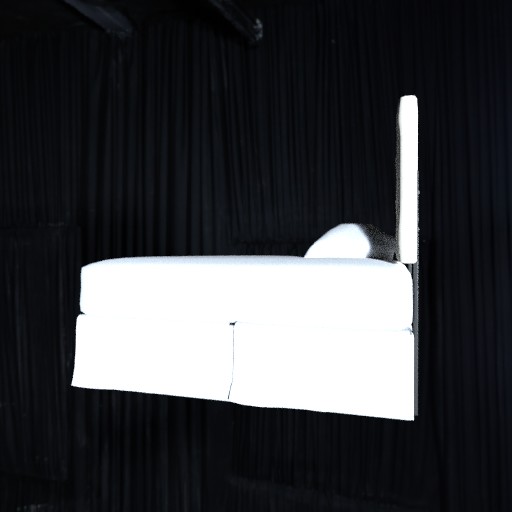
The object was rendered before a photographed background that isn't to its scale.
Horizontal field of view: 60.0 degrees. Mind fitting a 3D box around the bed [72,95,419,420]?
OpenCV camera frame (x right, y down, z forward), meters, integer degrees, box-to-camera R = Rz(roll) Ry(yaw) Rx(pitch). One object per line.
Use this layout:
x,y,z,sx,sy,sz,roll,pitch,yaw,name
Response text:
0.000,0.000,2.961,1.997,1.571,1.261,0,0,17,bed
